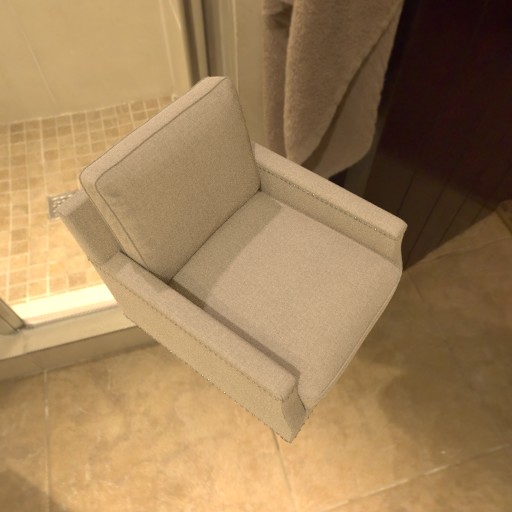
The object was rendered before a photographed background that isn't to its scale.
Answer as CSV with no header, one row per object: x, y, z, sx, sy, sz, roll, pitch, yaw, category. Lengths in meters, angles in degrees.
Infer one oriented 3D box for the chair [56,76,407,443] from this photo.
0.000,0.000,1.729,1.014,0.943,0.853,32,62,19,chair
